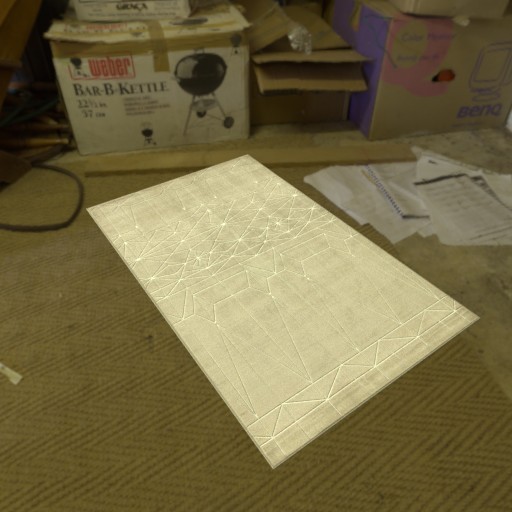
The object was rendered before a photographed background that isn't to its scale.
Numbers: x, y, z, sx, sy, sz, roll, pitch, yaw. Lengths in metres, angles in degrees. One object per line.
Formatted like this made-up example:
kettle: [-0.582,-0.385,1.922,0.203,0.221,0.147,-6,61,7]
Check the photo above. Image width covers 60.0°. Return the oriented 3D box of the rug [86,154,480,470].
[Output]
rug: [0.000,0.000,3.037,1.524,0.012,2.438,-25,47,-26]
